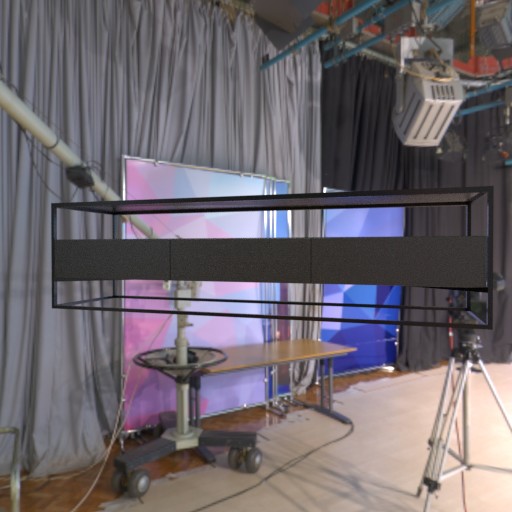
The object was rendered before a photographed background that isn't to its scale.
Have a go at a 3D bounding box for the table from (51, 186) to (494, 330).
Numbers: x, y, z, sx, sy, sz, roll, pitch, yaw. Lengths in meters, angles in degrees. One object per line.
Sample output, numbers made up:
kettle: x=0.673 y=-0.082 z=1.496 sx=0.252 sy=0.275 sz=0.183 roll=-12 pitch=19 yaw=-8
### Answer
table: x=0.000 y=0.000 z=1.624 sx=1.486 sy=0.395 sz=0.399 roll=0 pitch=1 yaw=17
